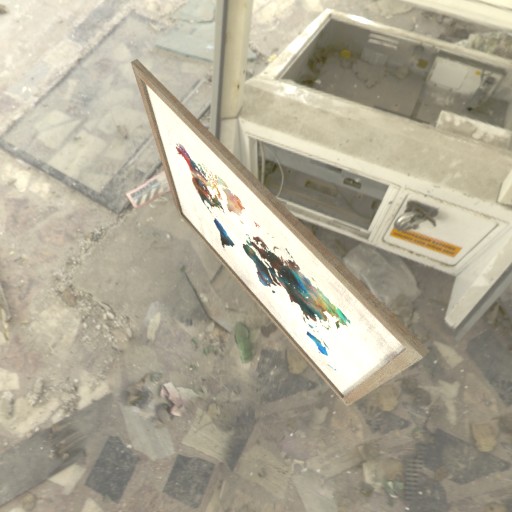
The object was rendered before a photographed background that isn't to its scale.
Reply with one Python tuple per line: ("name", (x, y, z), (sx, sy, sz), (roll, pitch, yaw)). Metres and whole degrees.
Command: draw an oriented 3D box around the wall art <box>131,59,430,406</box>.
("wall art", (0.000, 0.000, 1.356), (0.019, 0.774, 1.012), (-37, 70, -16))
